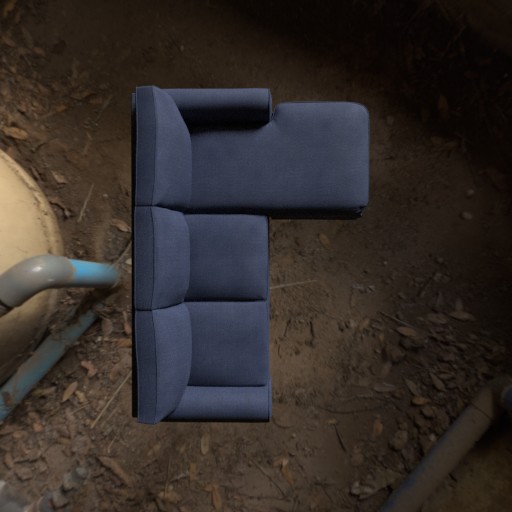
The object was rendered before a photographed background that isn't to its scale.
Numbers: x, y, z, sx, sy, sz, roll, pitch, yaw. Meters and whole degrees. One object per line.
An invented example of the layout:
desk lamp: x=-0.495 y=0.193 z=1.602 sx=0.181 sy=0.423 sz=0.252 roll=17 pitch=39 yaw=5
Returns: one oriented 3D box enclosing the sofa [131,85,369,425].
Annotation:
sofa: x=0.000 y=0.000 z=3.499 sx=1.780 sy=1.063 sz=2.567 roll=0 pitch=90 yaw=1
